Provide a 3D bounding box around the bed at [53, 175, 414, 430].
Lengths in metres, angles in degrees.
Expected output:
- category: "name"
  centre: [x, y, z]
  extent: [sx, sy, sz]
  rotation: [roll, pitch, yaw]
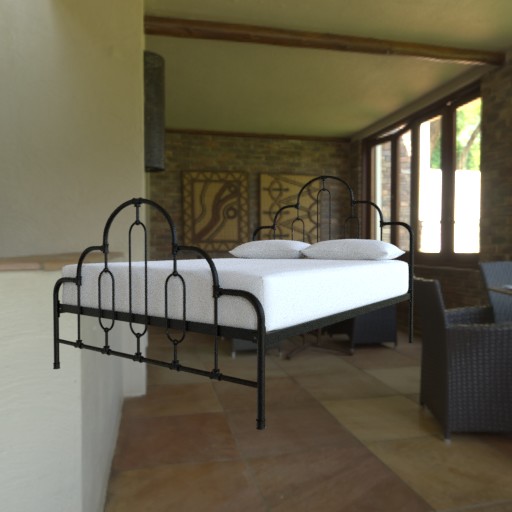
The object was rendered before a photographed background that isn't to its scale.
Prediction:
- category: "bed"
  centre: [0.000, 0.000, 3.209]
  extent: [1.626, 1.444, 2.181]
  rotation: [1, 2, 36]
